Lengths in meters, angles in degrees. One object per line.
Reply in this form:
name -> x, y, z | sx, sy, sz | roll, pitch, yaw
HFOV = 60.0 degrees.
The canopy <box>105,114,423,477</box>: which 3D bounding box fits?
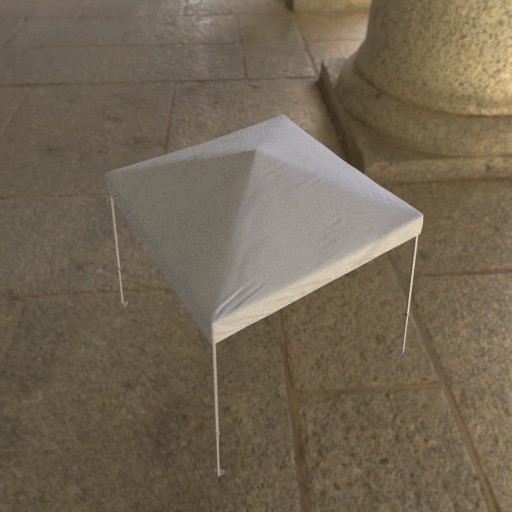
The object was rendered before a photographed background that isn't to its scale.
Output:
canopy -> 0.000, 0.000, 6.526 | 3.600, 3.600, 3.599 | -25, 51, -22
